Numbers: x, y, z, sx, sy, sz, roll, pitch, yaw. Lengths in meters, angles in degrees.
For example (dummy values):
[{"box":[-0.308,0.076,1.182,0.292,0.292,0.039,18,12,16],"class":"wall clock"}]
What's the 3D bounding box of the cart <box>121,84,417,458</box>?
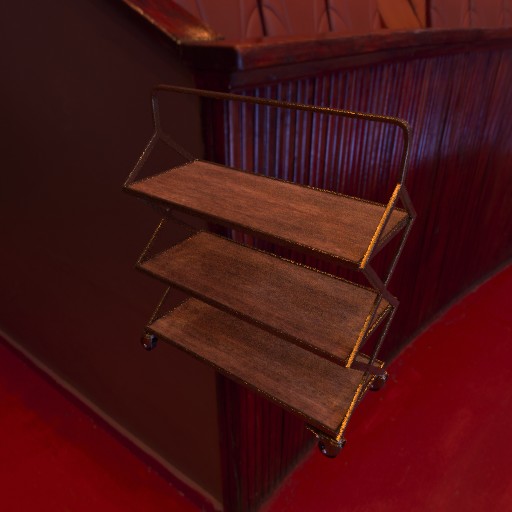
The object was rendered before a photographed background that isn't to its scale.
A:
[{"box":[0.000,0.000,1.180,0.723,0.805,0.313,20,35,31],"class":"cart"}]
